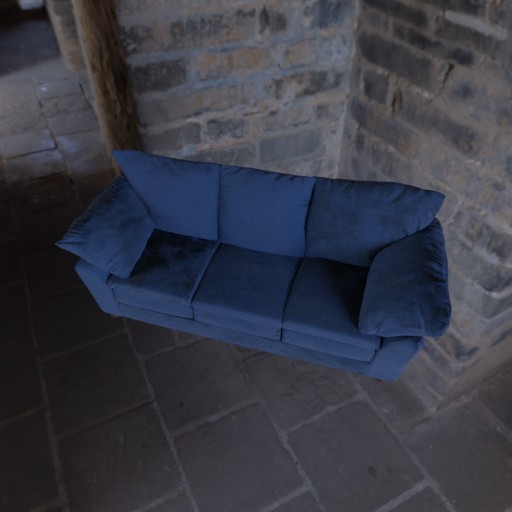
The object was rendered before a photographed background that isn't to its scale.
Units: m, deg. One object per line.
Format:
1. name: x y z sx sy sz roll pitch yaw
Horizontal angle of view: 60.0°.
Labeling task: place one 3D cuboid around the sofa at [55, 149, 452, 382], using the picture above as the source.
1. sofa: 0.000 0.000 2.959 2.390 1.091 0.907 11 44 12
